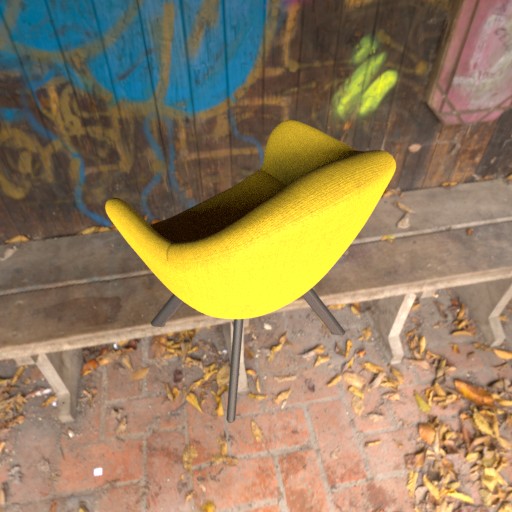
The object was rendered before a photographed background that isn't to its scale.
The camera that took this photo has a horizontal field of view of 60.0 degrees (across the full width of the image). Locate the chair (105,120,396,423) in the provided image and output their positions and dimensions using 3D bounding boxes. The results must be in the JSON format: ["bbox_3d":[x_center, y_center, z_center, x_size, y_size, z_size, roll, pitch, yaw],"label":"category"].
[{"bbox_3d":[0.000,0.000,1.195,0.590,0.795,0.550,-31,54,-26],"label":"chair"}]
